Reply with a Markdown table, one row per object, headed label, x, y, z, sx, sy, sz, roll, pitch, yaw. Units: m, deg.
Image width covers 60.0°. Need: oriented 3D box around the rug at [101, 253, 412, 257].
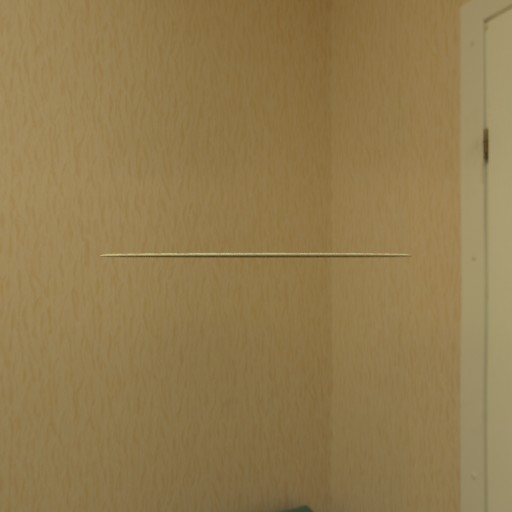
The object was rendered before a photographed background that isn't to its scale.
| label | x | y | z | sx | sy | sz | roll | pitch | yaw |
| --- | --- | --- | --- | --- | --- | --- | --- | --- | --- |
| rug | 0.000 | 0.000 | 2.406 | 1.593 | 0.012 | 1.593 | 0 | 0 | 0 |
